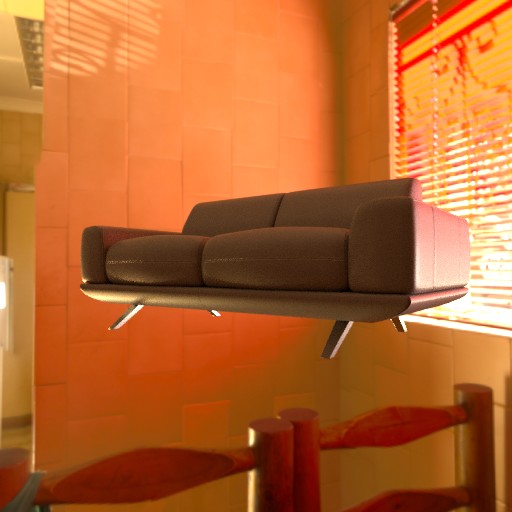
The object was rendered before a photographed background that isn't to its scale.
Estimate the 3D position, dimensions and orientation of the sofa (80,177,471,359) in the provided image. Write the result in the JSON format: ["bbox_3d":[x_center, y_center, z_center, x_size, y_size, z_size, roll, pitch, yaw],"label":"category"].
[{"bbox_3d":[0.000,0.000,2.318,1.901,0.772,0.900,-1,-2,37],"label":"sofa"}]
